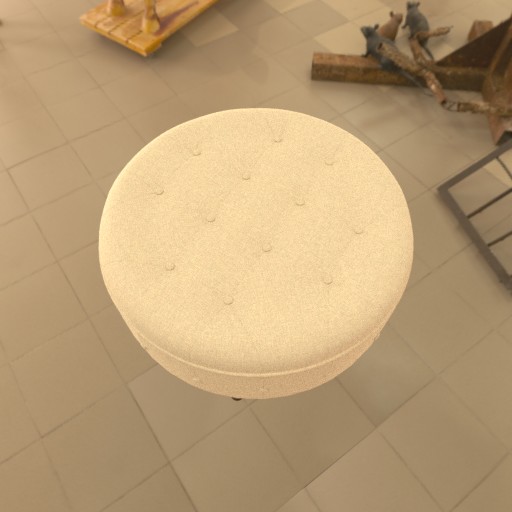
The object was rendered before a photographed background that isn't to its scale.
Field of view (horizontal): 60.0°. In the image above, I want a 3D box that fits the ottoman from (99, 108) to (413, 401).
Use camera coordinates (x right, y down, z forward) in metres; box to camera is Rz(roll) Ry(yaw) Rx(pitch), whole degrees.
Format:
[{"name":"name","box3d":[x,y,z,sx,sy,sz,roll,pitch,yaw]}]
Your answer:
[{"name":"ottoman","box3d":[0.000,0.000,1.358,0.848,0.494,0.848,0,58,0]}]
